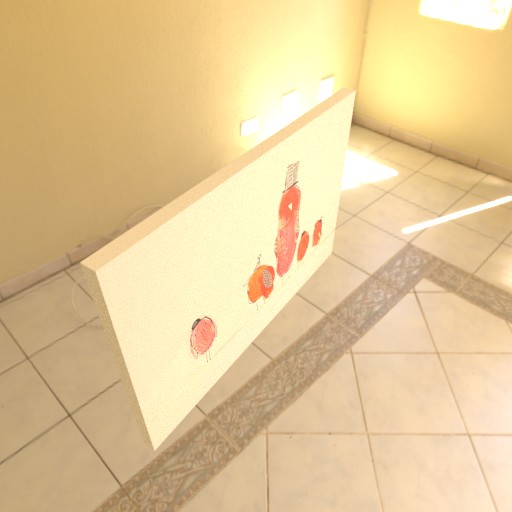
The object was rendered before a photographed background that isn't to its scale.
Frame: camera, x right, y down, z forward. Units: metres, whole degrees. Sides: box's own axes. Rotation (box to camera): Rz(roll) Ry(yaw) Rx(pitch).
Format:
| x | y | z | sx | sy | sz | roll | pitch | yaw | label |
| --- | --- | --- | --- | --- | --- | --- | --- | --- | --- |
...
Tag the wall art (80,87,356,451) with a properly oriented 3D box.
| x | y | z | sx | sy | sz | roll | pitch | yaw | label |
| --- | --- | --- | --- | --- | --- | --- | --- | --- | --- |
| 0.000 | 0.000 | 1.179 | 0.038 | 0.609 | 0.914 | 25 | 47 | 26 | wall art |
